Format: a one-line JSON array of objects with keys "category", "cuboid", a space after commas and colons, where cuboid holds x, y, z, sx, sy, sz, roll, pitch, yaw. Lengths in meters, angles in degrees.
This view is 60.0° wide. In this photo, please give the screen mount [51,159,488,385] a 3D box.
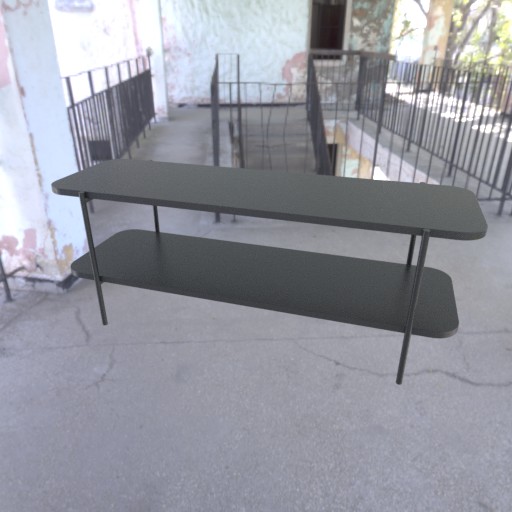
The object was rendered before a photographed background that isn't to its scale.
[{"category": "screen mount", "cuboid": [0.000, 0.000, 1.387, 1.200, 0.447, 0.400, 8, 27, 16]}]
